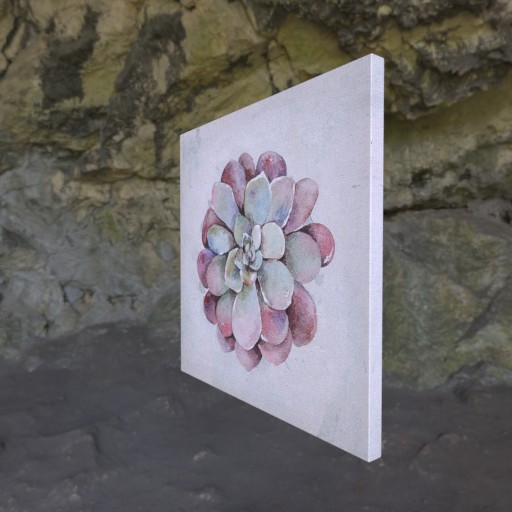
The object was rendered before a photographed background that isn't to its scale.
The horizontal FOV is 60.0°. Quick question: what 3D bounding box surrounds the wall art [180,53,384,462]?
[{"bbox_3d":[0.000,0.000,1.140,0.041,0.762,0.762,-1,2,-37],"label":"wall art"}]
